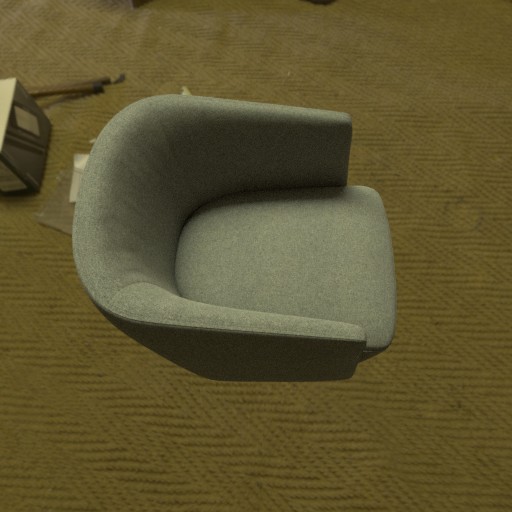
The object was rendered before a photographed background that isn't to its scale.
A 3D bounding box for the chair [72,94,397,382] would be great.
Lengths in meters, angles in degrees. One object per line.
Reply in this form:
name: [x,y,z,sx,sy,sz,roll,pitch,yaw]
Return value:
chair: [0.000,0.000,1.599,0.986,0.861,0.822,2,64,1]
